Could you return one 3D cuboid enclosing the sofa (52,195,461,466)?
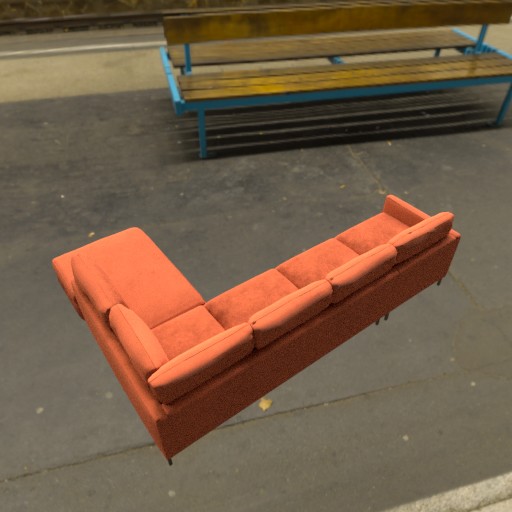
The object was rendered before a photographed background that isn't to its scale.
[{"bbox_3d":[0.000,0.000,3.600,2.736,0.757,1.879,-26,47,-26],"label":"sofa"}]
